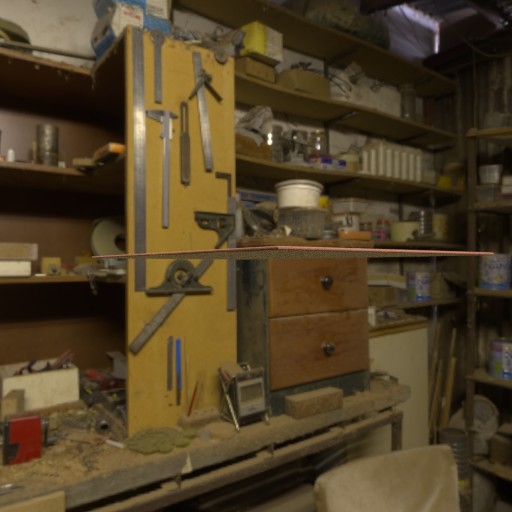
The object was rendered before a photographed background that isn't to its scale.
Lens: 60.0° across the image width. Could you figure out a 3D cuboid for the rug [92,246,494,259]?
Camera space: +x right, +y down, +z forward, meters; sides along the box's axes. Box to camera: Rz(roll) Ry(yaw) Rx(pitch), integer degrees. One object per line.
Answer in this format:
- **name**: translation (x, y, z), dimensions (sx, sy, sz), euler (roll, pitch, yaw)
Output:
- **rug**: translation (0.000, 0.000, 3.024), dimensions (1.524, 0.014, 2.438), euler (1, -1, -35)
